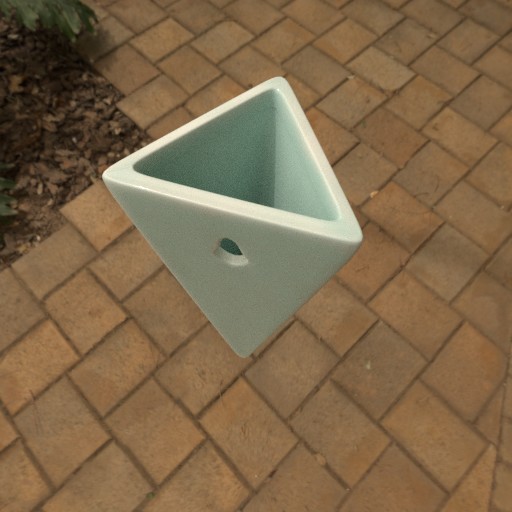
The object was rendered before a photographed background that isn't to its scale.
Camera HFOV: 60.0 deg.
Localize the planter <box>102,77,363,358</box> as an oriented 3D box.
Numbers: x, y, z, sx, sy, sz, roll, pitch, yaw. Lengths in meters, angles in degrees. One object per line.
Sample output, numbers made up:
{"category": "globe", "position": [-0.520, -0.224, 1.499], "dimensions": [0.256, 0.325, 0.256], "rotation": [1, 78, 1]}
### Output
{"category": "planter", "position": [0.000, 0.000, 0.220], "dimensions": [0.080, 0.178, 0.064], "rotation": [15, 65, 7]}
